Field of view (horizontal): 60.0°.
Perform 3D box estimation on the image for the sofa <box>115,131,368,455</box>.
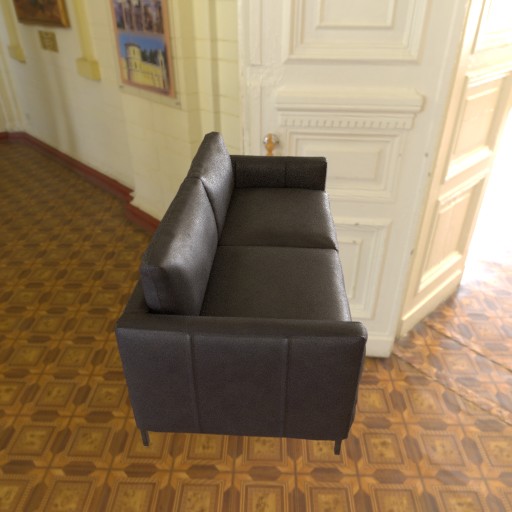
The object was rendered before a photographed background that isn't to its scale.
[{"bbox_3d":[0.000,0.000,2.348,0.947,0.883,1.805,1,32,1],"label":"sofa"}]
